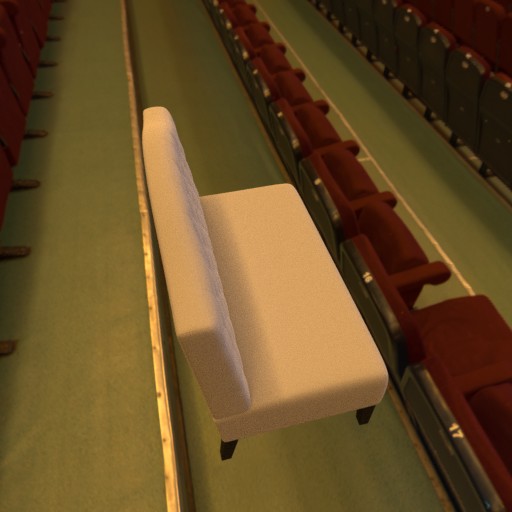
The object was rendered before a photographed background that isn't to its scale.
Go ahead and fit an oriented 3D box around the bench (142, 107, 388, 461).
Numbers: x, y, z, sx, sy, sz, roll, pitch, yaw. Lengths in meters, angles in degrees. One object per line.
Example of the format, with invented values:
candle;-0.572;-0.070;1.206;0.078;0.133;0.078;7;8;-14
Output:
bench;0.000;0.000;2.050;0.815;1.180;1.335;-10;47;-10
